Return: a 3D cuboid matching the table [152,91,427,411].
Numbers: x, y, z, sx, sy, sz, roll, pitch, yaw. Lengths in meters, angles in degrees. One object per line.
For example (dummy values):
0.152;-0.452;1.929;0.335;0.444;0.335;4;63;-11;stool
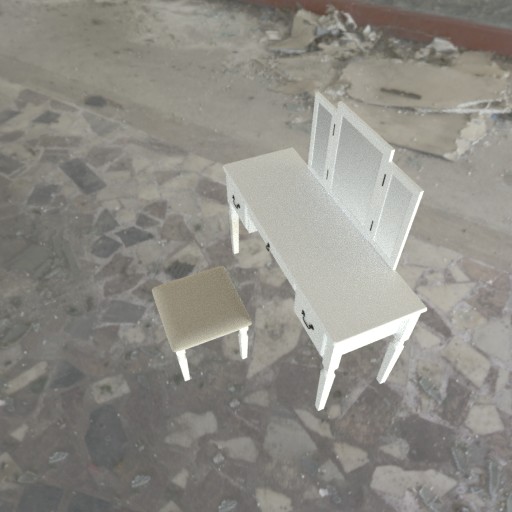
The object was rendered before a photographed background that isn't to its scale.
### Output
0.000;0.000;2.343;1.115;1.310;1.369;-18;50;-15;table
